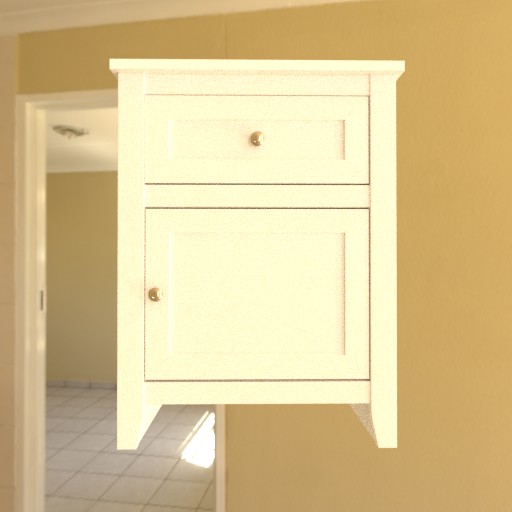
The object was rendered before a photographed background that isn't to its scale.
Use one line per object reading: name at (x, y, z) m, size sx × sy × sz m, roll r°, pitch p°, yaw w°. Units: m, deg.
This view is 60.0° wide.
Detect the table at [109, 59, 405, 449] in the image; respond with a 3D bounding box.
table at (0.000, 0.000, 0.906) m, size 0.480 × 0.635 × 0.381 m, roll 0°, pitch -1°, yaw -1°
